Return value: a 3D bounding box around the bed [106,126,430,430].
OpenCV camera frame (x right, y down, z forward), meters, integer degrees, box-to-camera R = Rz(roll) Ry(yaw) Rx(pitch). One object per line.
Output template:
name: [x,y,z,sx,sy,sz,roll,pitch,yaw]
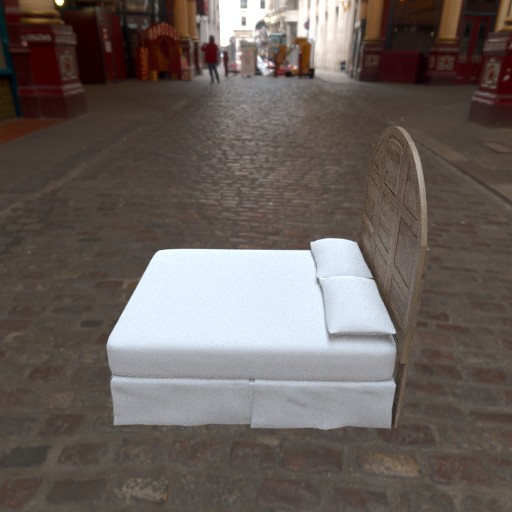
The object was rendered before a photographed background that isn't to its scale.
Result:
bed: [0.000,0.000,3.549,2.112,2.002,1.713,1,25,1]
